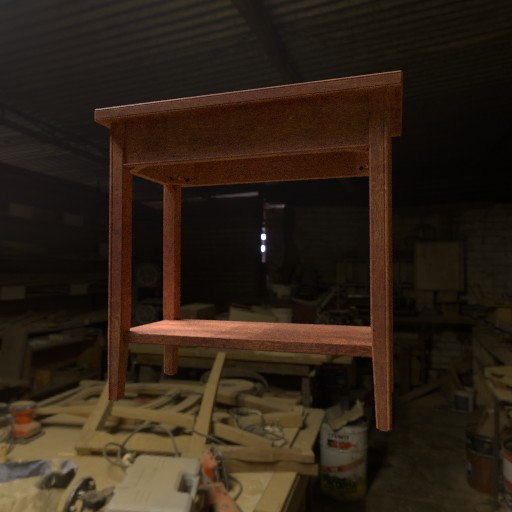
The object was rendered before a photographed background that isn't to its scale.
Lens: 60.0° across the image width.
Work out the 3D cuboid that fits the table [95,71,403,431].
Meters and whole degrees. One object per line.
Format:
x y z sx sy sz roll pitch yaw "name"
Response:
0.000 0.000 0.969 0.610 0.610 0.305 0 -1 18 "table"
